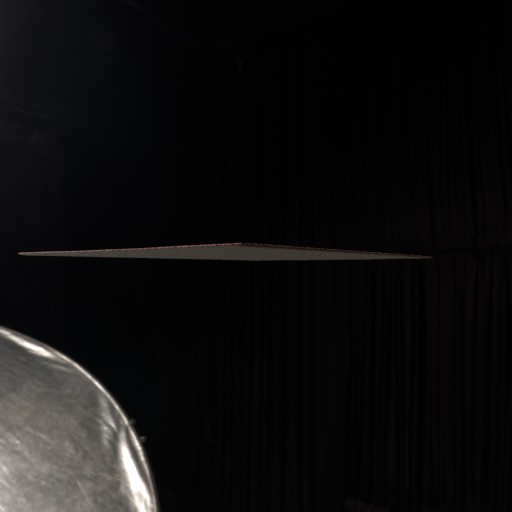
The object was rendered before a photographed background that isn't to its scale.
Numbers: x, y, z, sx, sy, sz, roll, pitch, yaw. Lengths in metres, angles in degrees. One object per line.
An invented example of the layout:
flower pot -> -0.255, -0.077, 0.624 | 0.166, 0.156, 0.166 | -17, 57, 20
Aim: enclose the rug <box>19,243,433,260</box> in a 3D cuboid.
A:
rug -> 0.000, 0.000, 5.047 | 2.803, 0.025, 3.965 | -1, -2, 37
